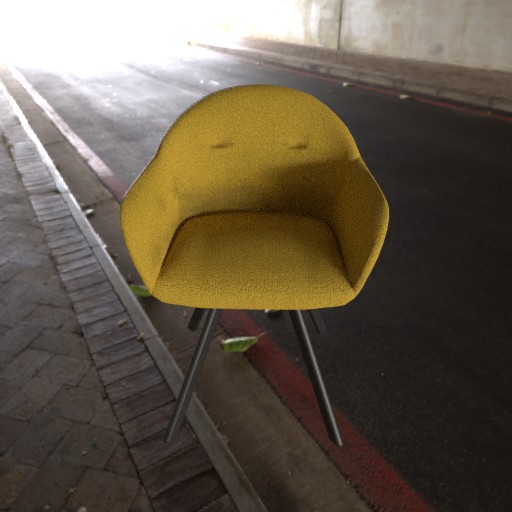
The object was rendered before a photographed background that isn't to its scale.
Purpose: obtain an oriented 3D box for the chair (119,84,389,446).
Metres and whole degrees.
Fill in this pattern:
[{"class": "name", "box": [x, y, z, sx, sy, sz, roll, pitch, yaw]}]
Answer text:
[{"class": "chair", "box": [0.000, 0.000, 1.168, 0.545, 0.775, 0.565, 1, 30, 1]}]
